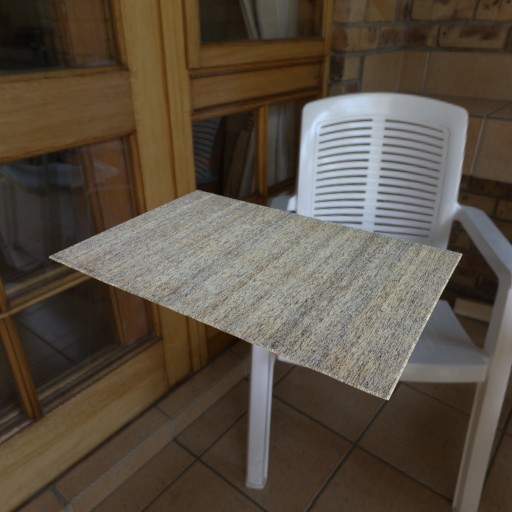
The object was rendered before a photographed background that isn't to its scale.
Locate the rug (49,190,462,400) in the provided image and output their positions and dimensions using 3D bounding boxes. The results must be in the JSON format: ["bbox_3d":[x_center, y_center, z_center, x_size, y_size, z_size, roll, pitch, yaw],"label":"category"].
[{"bbox_3d":[0.000,0.000,2.372,1.846,0.014,1.243,17,33,29],"label":"rug"}]
